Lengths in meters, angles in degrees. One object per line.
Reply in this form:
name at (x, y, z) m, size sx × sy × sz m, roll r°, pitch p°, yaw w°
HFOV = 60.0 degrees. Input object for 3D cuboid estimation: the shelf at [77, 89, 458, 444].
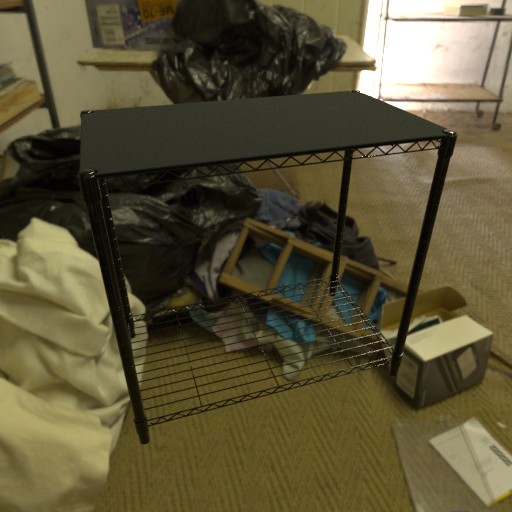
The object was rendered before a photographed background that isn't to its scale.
shelf at (0.000, 0.000, 0.926) m, size 0.589 × 0.564 × 0.338 m, roll -10°, pitch 34°, yaw -15°
